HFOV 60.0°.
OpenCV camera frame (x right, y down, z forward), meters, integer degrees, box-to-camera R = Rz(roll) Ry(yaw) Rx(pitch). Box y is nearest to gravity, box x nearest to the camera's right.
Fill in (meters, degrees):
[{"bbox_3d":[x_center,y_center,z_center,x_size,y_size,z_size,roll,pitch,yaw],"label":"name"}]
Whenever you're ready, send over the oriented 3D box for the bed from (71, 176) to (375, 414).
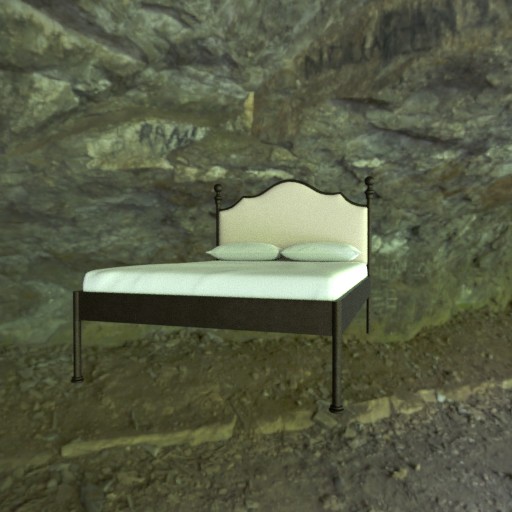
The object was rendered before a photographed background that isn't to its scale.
[{"bbox_3d":[0.000,0.000,3.429,1.642,1.499,2.224,0,1,18],"label":"bed"}]
